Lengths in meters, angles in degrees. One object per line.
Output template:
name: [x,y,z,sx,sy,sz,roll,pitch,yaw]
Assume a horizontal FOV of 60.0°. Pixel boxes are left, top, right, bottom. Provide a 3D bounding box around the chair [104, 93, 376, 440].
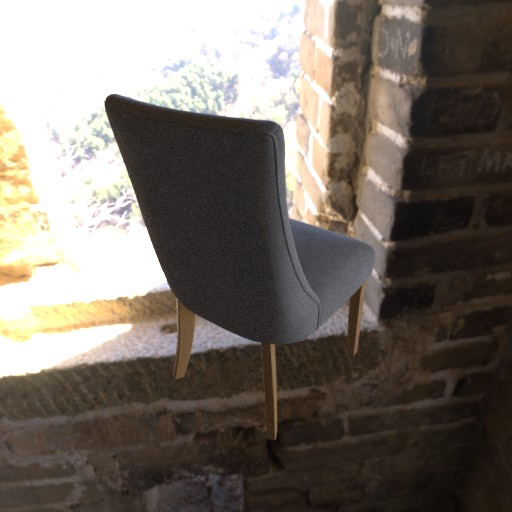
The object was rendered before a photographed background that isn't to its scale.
chair: [0.000,0.000,1.259,0.495,0.902,0.610,21,36,32]
